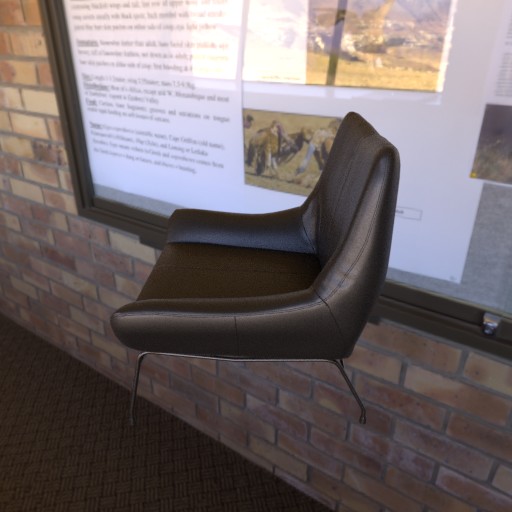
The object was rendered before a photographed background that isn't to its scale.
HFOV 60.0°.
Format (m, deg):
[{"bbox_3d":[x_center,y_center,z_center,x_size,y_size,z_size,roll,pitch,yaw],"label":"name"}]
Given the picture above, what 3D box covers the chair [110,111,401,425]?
[{"bbox_3d":[0.000,0.000,1.599,0.826,0.922,0.836,1,26,2],"label":"chair"}]
